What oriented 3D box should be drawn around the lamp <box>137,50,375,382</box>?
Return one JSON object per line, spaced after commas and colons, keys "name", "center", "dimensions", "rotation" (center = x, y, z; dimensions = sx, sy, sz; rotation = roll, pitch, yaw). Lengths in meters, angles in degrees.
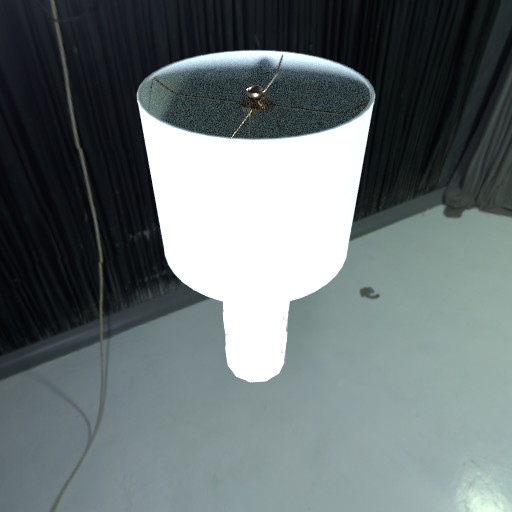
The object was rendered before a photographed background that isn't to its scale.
{"name": "lamp", "center": [0.000, 0.000, 0.700], "dimensions": [0.277, 0.534, 0.277], "rotation": [-25, 47, -26]}
